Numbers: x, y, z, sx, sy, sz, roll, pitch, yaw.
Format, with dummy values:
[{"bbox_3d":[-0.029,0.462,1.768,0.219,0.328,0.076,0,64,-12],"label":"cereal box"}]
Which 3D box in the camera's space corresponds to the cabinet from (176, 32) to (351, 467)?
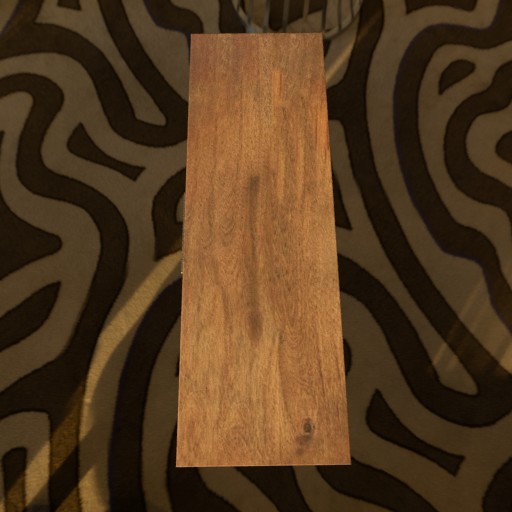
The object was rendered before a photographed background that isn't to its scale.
[{"bbox_3d":[0.000,0.000,1.734,0.480,0.812,1.373,-1,74,0],"label":"cabinet"}]
